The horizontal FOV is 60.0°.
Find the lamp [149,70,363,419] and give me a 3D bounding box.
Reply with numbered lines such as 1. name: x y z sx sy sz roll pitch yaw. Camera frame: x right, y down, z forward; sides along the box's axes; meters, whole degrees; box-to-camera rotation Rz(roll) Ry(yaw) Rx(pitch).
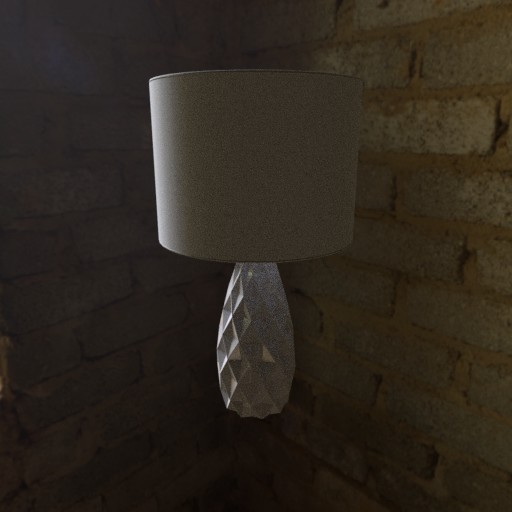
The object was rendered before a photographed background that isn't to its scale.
1. lamp: 0.000 0.000 0.703 0.297 0.522 0.297 0 16 0
